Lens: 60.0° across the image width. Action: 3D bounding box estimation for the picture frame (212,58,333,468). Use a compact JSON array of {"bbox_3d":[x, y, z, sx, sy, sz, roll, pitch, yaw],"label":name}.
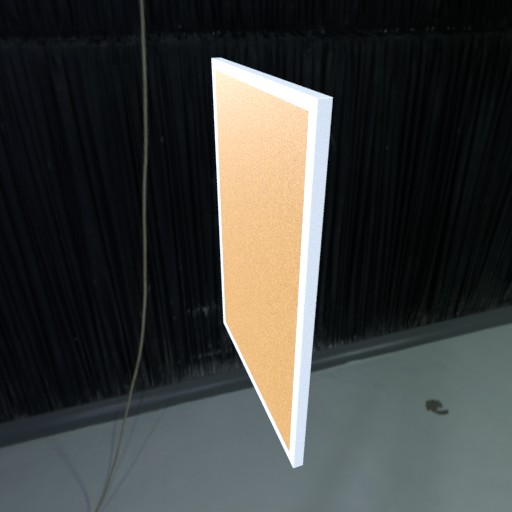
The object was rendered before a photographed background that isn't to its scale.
[{"bbox_3d":[0.000,0.000,0.563,0.013,0.434,0.305,-10,31,-17],"label":"picture frame"}]
